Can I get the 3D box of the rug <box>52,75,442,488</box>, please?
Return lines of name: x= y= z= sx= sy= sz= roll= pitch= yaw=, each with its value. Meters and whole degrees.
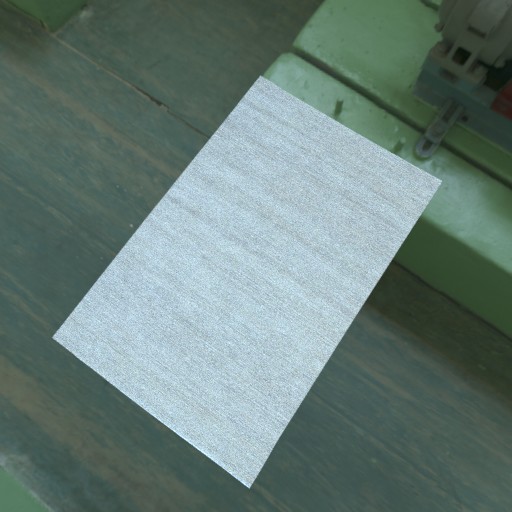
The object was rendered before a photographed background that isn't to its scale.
rug: x=0.000 y=0.000 z=2.267 sx=1.179 sy=0.022 sz=1.820 roll=34 pitch=78 yaw=8
